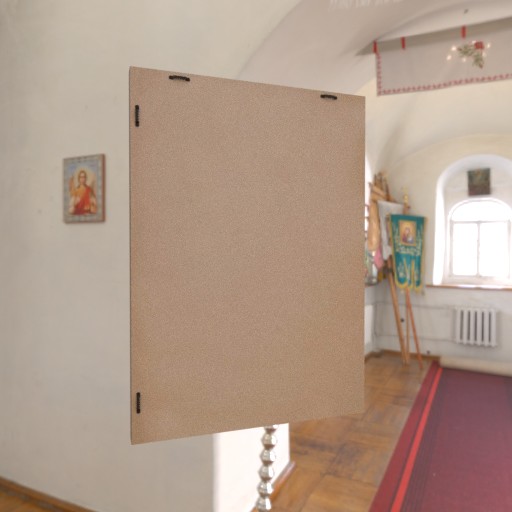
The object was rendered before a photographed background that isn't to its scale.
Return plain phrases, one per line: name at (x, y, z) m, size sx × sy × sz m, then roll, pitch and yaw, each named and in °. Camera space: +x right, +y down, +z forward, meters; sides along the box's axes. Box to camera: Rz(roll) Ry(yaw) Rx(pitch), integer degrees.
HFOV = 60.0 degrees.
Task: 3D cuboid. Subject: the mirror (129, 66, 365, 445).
mirror at (0.000, 0.000, 0.927) m, size 0.507 × 0.710 × 0.040 m, roll 0°, pitch 1°, yaw -19°
